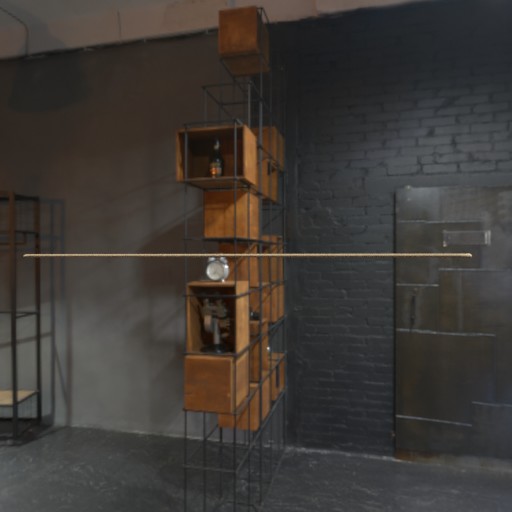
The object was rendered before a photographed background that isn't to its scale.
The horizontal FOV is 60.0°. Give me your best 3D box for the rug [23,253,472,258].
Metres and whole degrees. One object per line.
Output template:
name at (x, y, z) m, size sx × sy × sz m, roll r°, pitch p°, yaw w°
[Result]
rug at (0.000, 0.000, 2.076) m, size 1.667 × 0.013 × 1.062 m, roll 0°, pitch 0°, yaw 16°
